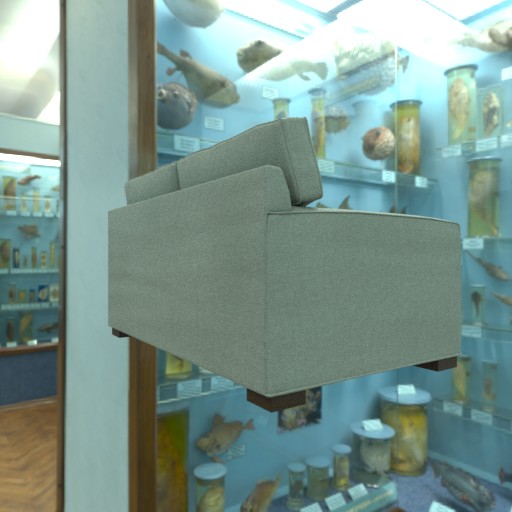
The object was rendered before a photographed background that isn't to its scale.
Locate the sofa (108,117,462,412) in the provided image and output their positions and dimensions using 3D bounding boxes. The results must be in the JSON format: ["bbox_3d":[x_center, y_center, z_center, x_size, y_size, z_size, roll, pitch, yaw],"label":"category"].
[{"bbox_3d":[0.000,0.000,2.058,0.940,0.853,1.484,0,0,-34],"label":"sofa"}]
